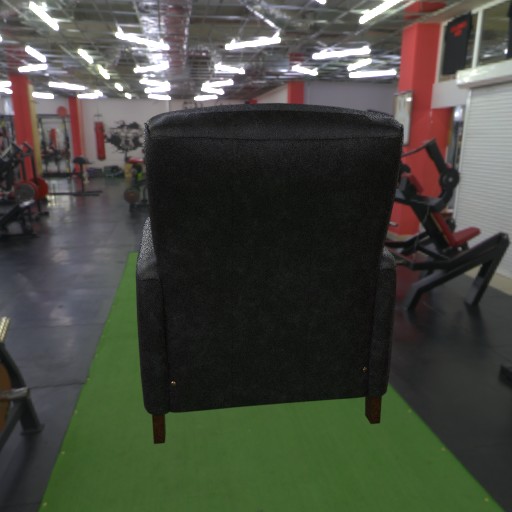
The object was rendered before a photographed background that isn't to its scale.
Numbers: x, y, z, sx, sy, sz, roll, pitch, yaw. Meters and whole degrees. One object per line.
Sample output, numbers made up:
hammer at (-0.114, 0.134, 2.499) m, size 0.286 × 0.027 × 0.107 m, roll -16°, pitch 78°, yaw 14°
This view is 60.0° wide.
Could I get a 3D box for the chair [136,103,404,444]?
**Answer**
chair at (0.000, 0.000, 1.642) m, size 0.848 × 1.014 × 0.864 m, roll -2°, pitch 15°, yaw -8°
